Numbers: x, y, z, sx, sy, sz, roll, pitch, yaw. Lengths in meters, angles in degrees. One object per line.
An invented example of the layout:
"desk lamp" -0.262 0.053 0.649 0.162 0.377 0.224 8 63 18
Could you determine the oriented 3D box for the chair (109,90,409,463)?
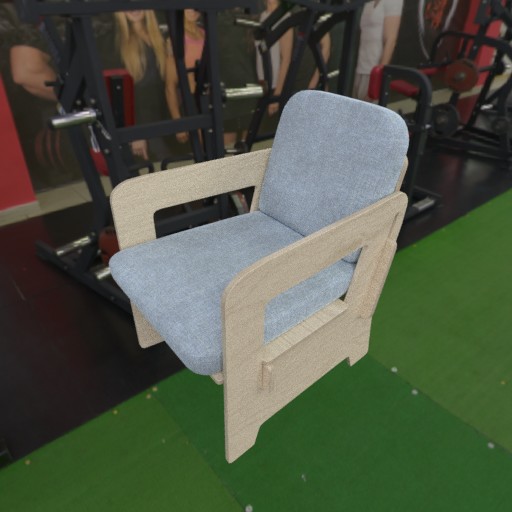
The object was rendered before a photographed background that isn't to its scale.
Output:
"chair" 0.000 0.000 1.276 0.710 0.800 0.590 -22 39 -30
